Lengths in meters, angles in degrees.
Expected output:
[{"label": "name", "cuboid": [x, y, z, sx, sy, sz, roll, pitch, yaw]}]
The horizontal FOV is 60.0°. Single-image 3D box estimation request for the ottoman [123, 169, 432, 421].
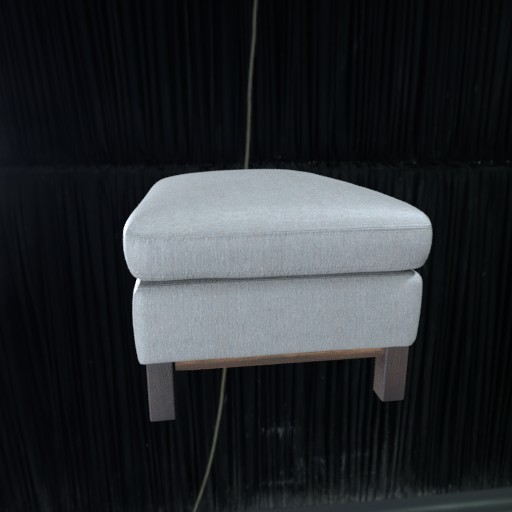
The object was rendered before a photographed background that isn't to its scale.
[{"label": "ottoman", "cuboid": [0.000, 0.000, 1.070, 0.528, 0.404, 0.735, -2, 15, -8]}]
